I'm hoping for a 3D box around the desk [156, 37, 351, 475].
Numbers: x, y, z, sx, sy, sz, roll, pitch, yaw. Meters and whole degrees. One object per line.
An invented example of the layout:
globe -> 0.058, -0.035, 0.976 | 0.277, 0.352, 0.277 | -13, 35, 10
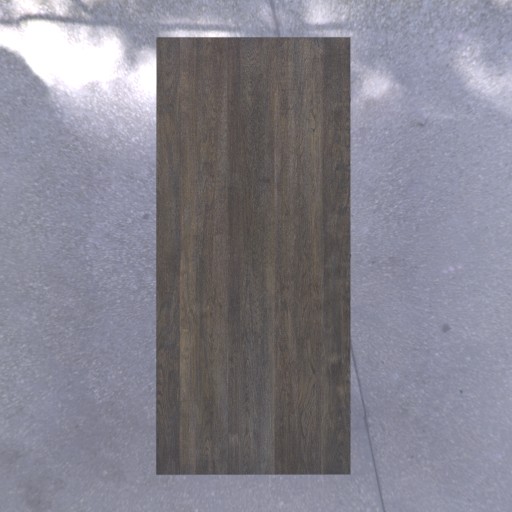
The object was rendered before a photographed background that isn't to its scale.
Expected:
desk -> 0.000, 0.000, 2.010 | 0.730, 0.780, 1.600 | 0, 90, 0
